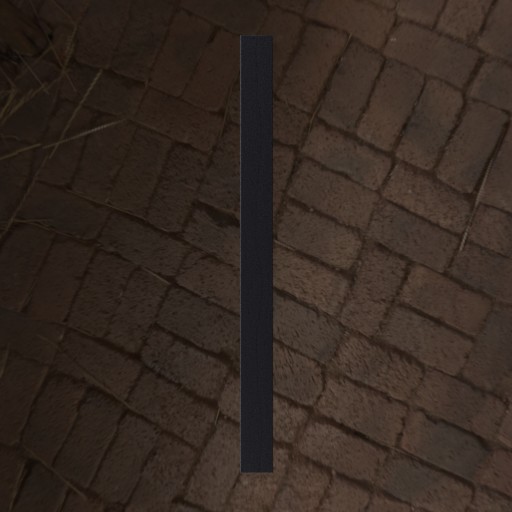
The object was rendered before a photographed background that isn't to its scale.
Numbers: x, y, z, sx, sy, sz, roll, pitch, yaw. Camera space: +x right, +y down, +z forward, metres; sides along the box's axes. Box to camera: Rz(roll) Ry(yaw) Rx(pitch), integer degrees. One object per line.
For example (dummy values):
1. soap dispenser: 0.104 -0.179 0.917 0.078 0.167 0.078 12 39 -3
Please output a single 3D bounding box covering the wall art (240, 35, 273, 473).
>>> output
1. wall art: 0.000 0.000 0.766 0.038 0.507 0.507 0 89 0
